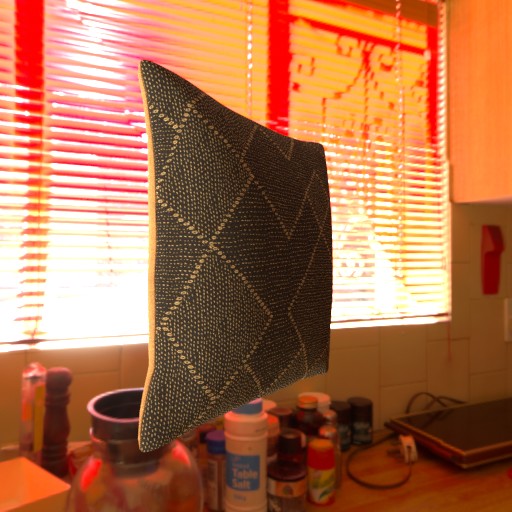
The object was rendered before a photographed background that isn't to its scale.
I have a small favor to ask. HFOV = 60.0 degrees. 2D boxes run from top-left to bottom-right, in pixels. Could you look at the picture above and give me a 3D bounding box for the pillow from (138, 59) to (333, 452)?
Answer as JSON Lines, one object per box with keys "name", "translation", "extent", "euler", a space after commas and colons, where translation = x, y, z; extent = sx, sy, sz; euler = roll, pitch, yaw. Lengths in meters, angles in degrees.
{"name": "pillow", "translation": [0.000, 0.000, 0.657], "extent": [0.148, 0.428, 0.435], "euler": [-1, -1, 35]}
